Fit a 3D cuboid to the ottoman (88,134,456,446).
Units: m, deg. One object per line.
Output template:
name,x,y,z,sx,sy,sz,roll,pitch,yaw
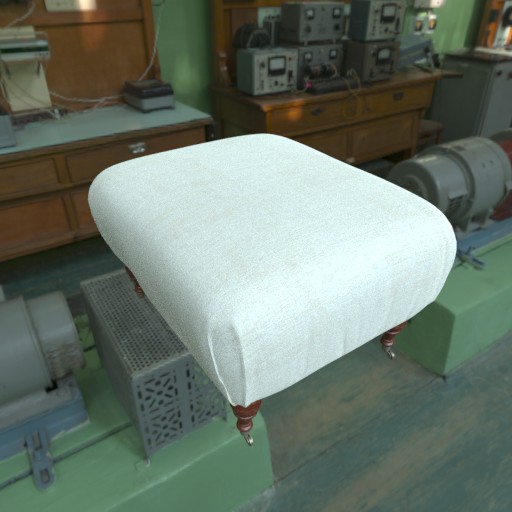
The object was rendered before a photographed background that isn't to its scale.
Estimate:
ottoman,0.000,0.000,1.129,0.622,0.450,0.747,-20,38,-28
